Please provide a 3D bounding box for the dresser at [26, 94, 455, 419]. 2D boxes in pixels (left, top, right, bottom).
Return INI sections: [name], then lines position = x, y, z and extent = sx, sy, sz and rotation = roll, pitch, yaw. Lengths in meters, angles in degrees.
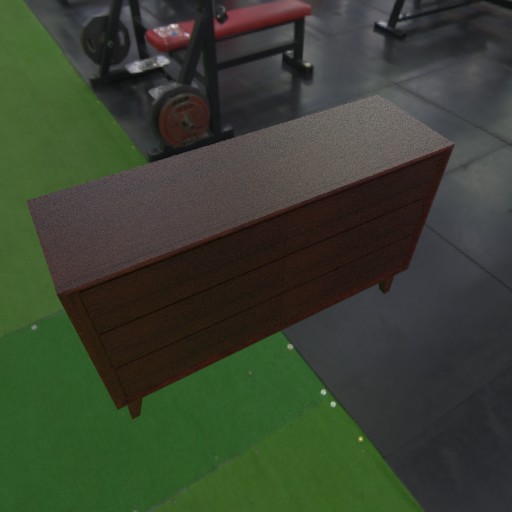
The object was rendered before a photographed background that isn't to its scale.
[dresser]
position = 0.000, 0.000, 2.062
extent = 1.609, 0.971, 0.499
rotation = -22, 51, -20
